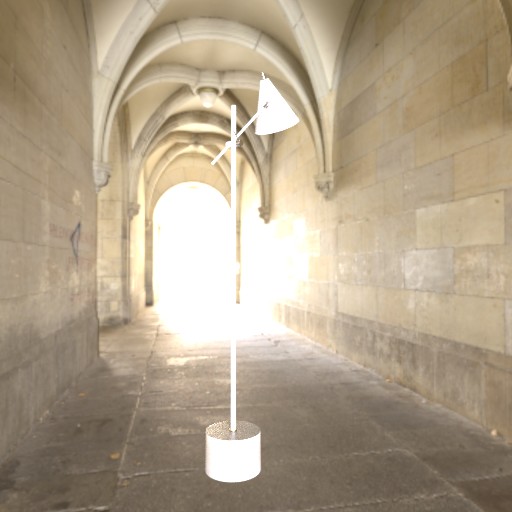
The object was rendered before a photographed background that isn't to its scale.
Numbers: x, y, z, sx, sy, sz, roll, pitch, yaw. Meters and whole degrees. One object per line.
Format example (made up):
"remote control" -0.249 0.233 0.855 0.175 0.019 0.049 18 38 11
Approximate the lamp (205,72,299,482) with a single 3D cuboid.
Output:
"lamp" 0.000 0.000 1.643 0.223 1.430 0.508 -1 -2 35
